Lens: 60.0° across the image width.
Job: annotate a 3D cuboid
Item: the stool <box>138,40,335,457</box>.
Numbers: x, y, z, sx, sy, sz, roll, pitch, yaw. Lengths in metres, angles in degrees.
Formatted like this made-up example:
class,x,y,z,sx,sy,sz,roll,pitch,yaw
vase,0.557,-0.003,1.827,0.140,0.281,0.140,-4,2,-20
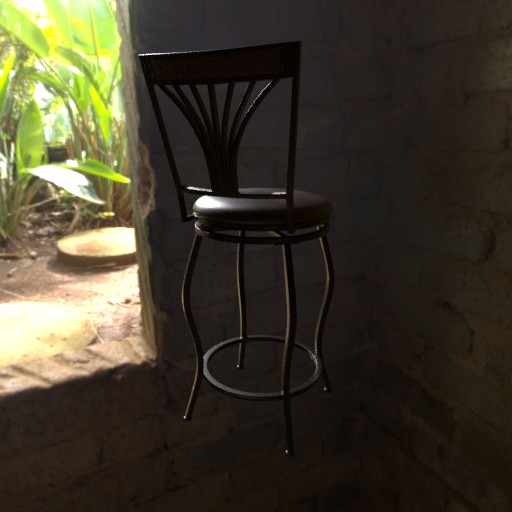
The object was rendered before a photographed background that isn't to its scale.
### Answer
class,x,y,z,sx,sy,sz,roll,pitch,yaw
stool,0.000,0.000,1.370,0.433,1.117,0.514,8,18,25
